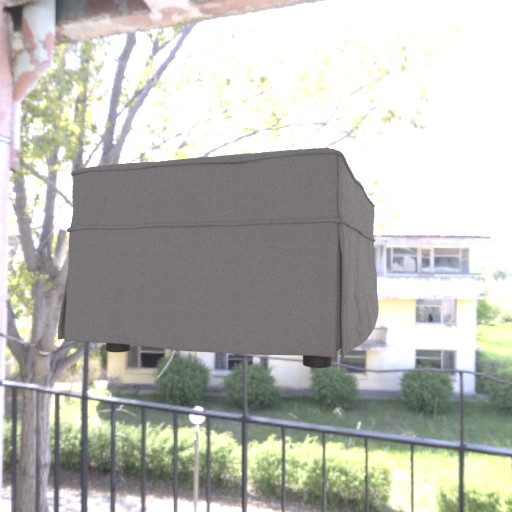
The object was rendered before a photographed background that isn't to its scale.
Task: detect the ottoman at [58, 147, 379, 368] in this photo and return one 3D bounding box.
[{"bbox_3d":[0.000,0.000,1.355,0.703,0.479,0.944,0,-1,19],"label":"ottoman"}]
